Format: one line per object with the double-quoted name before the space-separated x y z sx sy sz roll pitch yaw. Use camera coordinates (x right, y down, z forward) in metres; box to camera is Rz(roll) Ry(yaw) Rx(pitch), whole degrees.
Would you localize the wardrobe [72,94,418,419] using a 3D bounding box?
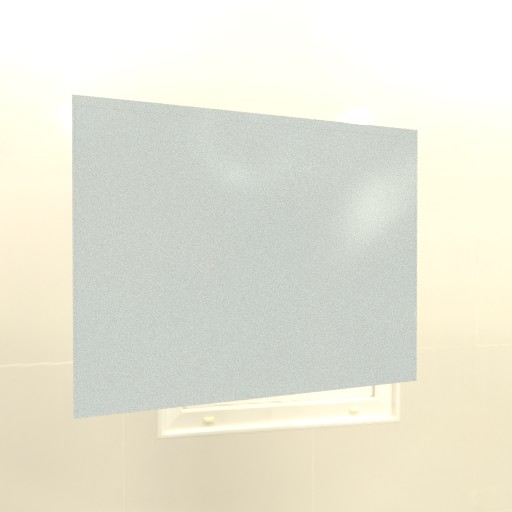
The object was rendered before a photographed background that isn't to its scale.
"wardrobe" 0.000 0.000 3.968 3.000 2.360 0.580 0 1 -18
